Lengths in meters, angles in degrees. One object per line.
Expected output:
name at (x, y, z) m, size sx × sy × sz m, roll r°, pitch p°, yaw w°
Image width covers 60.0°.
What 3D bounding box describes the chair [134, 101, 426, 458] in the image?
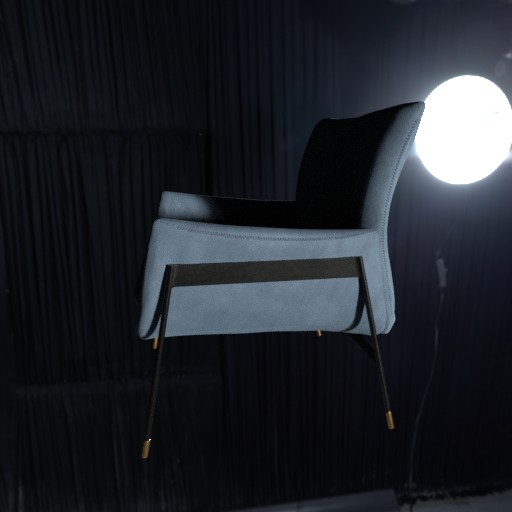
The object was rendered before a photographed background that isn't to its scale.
chair at (0.000, 0.000, 1.369) m, size 0.709 × 0.858 × 0.678 m, roll -2°, pitch 14°, yaw -10°
